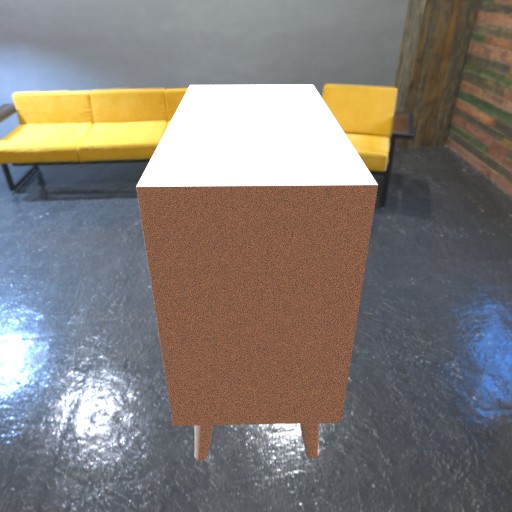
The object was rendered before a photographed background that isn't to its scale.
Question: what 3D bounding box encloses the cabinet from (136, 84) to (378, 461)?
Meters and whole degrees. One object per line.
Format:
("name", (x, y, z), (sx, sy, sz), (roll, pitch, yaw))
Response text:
("cabinet", (0.000, 0.000, 1.244), (0.398, 0.761, 0.800), (-1, 32, -1))
